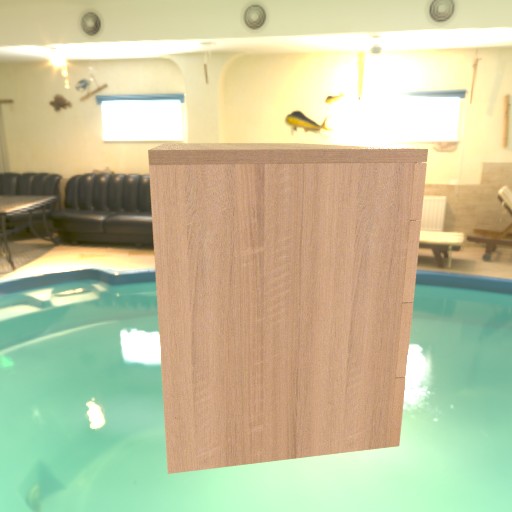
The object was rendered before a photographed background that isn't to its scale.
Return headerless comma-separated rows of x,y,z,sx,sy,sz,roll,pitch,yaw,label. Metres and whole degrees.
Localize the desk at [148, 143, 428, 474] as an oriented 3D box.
0.000,0.000,1.506,0.600,0.731,1.100,-2,15,-9,desk
